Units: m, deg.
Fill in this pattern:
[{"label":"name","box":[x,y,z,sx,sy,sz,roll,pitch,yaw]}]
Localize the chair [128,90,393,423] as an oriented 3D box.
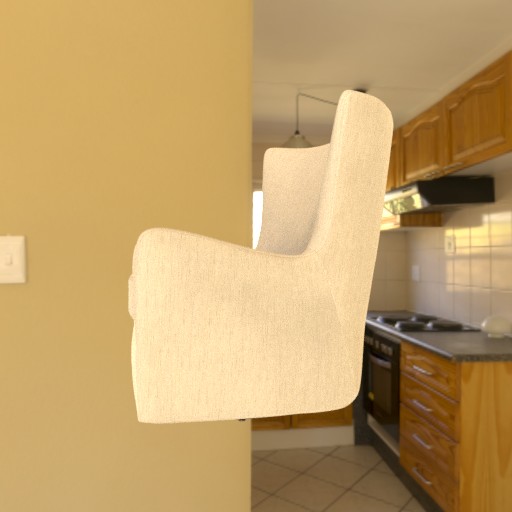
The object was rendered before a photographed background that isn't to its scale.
[{"label":"chair","box":[0.000,0.000,1.638,0.904,1.000,0.779,0,0,-16]}]
